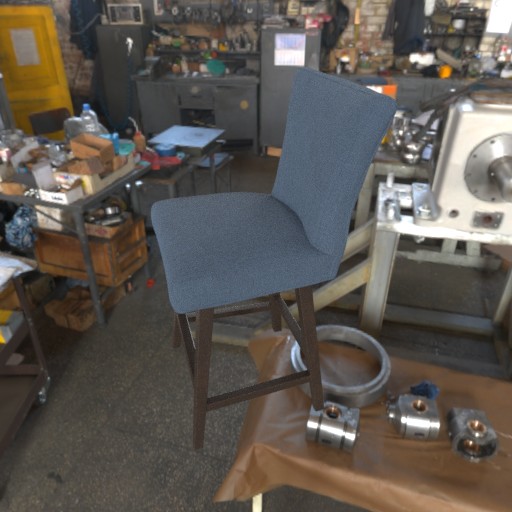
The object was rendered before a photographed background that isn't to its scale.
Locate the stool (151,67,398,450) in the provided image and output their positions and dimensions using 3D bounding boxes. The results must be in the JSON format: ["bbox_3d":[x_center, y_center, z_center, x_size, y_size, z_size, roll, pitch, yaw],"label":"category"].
[{"bbox_3d":[0.000,0.000,1.359,0.574,1.000,0.514,-9,32,-15],"label":"stool"}]
